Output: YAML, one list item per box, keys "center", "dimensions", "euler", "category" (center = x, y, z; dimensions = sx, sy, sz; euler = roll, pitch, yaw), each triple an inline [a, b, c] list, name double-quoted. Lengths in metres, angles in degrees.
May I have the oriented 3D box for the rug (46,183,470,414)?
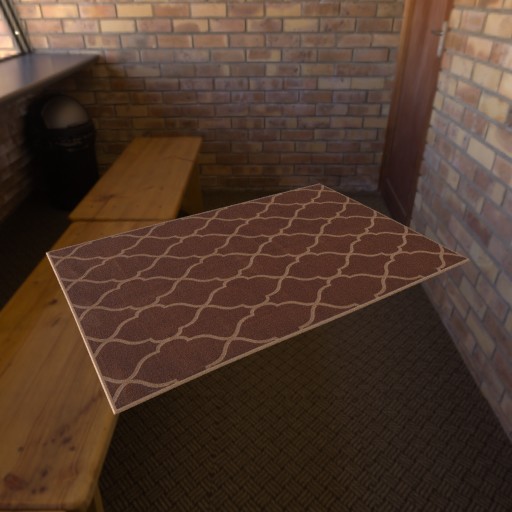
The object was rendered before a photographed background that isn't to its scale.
- center: [0.000, 0.000, 2.862]
  dimensions: [2.290, 0.014, 1.526]
  euler: [-18, 35, -27]
  category: "rug"
